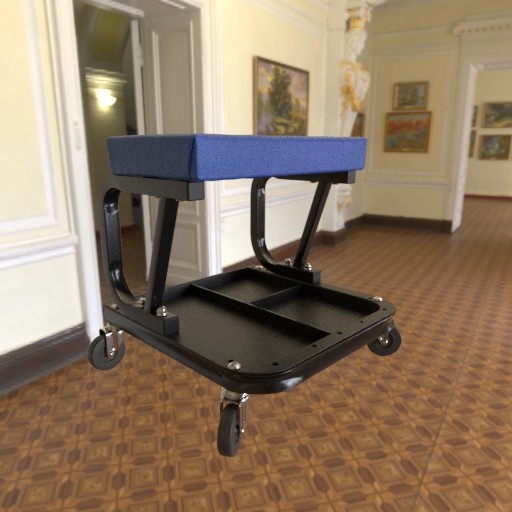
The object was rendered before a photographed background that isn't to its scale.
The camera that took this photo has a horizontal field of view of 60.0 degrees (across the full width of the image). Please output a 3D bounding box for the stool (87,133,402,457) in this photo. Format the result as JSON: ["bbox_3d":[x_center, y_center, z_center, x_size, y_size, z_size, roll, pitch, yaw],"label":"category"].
[{"bbox_3d":[0.000,0.000,0.726,0.371,0.380,0.446,14,19,43],"label":"stool"}]
